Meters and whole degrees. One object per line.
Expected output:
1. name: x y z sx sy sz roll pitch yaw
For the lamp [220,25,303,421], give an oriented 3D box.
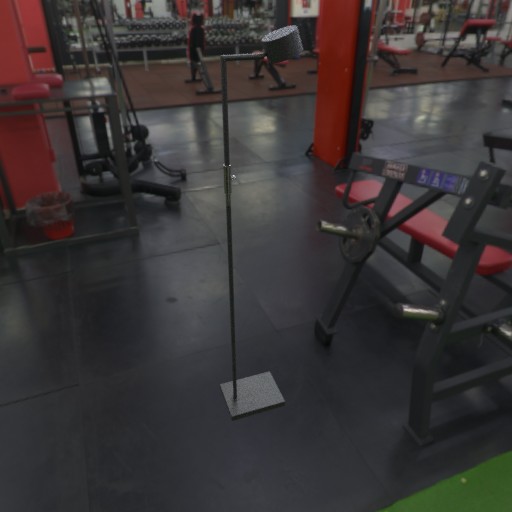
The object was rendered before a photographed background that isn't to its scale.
1. lamp: 0.000 0.000 1.737 0.304 1.600 0.203 -10 33 -17
